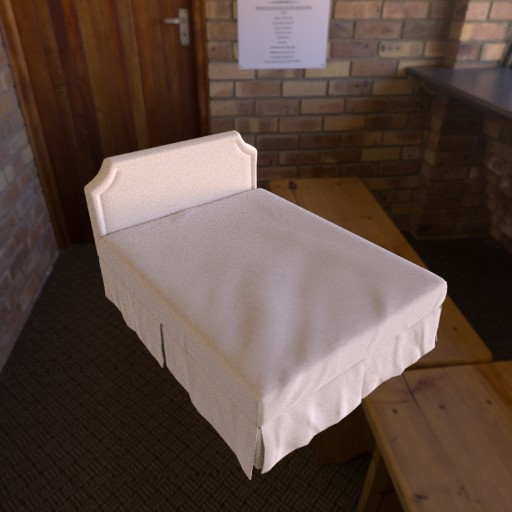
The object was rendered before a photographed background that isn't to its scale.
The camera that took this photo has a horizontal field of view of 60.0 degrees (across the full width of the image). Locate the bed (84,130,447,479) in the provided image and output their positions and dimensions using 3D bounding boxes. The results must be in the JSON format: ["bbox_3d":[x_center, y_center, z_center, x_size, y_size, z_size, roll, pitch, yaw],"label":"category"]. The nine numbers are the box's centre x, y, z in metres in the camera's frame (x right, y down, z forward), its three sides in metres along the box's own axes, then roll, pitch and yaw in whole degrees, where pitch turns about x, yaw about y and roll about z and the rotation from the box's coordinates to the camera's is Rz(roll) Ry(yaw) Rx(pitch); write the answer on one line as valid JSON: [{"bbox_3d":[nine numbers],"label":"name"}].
[{"bbox_3d":[0.000,0.000,3.662,1.977,1.293,2.498,-23,38,-32],"label":"bed"}]
